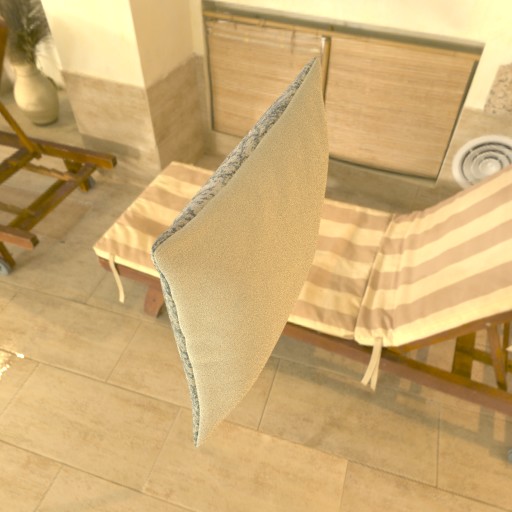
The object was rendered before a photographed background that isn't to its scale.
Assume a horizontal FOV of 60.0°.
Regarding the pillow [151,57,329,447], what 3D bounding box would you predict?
[{"bbox_3d":[0.000,0.000,0.781,0.166,0.510,0.523,17,48,16],"label":"pillow"}]
